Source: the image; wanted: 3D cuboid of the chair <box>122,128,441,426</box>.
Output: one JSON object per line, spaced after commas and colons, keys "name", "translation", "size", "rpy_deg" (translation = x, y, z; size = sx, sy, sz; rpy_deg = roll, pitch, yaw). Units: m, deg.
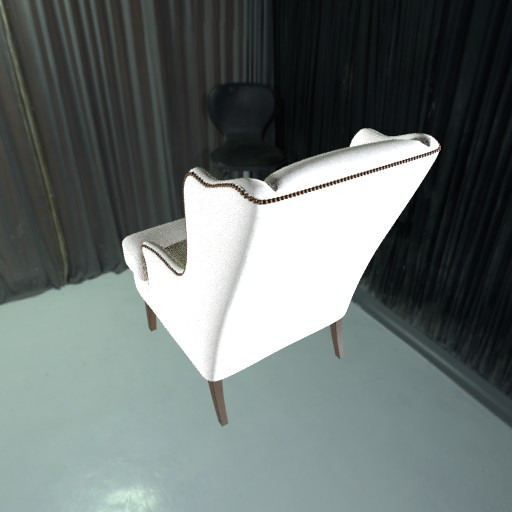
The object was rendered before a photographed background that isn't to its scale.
{"name": "chair", "translation": [0.000, 0.000, 1.675], "size": [0.737, 1.029, 0.940], "rpy_deg": [-20, 37, -29]}
